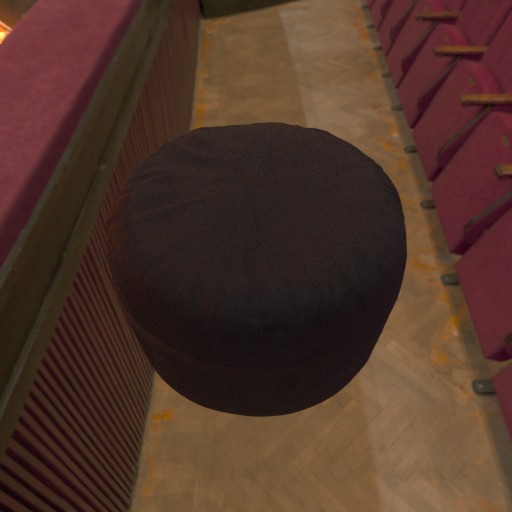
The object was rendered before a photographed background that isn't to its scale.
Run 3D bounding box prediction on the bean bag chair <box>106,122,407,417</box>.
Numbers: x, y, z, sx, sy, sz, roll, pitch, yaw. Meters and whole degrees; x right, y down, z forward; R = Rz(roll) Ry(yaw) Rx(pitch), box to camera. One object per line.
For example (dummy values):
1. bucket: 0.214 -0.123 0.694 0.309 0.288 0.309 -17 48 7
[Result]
1. bean bag chair: 0.000 0.000 1.932 1.219 0.762 1.219 0 47 0
